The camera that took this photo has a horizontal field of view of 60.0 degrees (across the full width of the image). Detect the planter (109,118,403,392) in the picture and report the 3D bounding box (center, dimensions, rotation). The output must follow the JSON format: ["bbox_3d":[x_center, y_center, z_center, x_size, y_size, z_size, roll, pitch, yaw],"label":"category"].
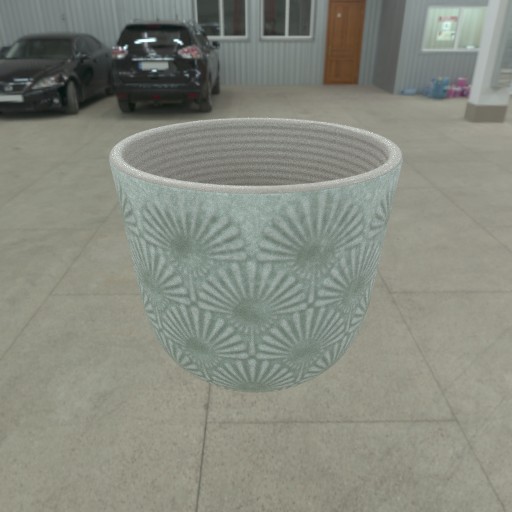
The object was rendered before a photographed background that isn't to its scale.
[{"bbox_3d":[0.000,0.000,0.300,0.170,0.152,0.170,0,27,0],"label":"planter"}]
